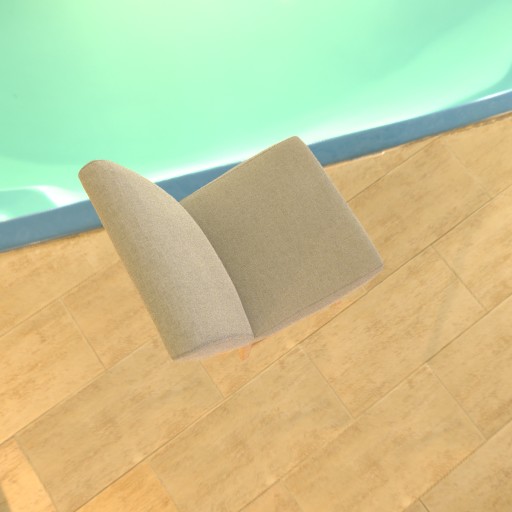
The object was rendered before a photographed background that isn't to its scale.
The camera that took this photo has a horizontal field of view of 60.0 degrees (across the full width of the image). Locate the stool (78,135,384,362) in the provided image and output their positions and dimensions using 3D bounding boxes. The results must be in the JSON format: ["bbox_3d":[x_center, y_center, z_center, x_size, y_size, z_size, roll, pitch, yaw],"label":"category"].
[{"bbox_3d":[0.000,0.000,1.405,0.606,1.085,0.507,-29,77,-7],"label":"stool"}]
